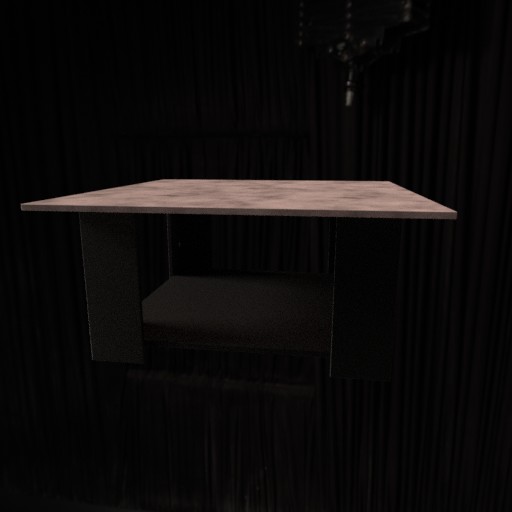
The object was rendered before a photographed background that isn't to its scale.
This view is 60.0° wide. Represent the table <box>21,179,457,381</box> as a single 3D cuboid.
[{"bbox_3d":[0.000,0.000,1.026,0.670,0.305,0.670,2,13,8],"label":"table"}]
